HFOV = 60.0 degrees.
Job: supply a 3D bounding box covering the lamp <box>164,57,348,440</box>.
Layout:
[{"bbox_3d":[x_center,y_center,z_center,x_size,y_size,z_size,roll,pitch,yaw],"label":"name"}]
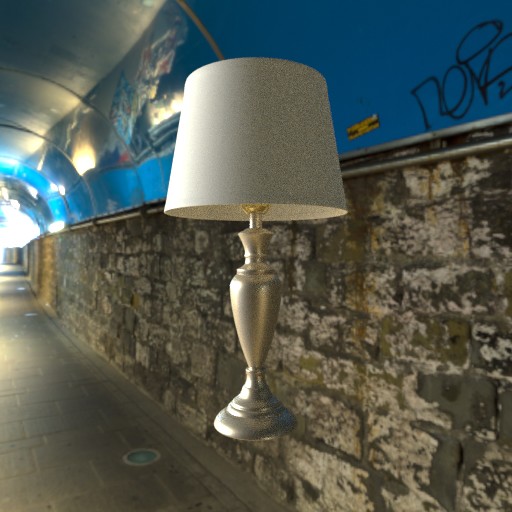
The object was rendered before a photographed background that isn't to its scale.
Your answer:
[{"bbox_3d":[0.000,0.000,0.809,0.328,0.612,0.328,0,0,0],"label":"lamp"}]
